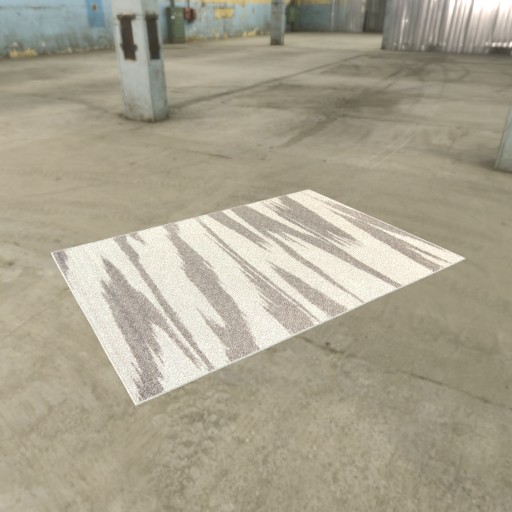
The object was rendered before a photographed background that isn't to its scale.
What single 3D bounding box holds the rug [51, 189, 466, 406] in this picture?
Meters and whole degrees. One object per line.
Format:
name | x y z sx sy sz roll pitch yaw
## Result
rug | 0.000 0.000 2.798 2.142 0.010 1.533 -18 33 -29
